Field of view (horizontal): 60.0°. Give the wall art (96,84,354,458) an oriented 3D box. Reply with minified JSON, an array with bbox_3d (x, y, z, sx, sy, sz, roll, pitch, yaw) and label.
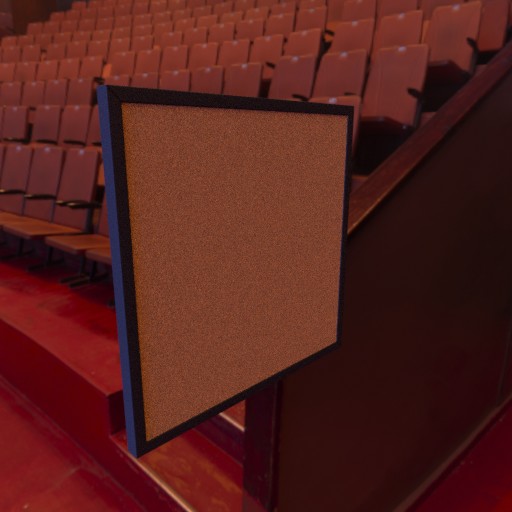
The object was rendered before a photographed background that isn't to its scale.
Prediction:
[{"bbox_3d":[0.000,0.000,1.133,0.763,0.763,0.037,-14,21,-43],"label":"wall art"}]
